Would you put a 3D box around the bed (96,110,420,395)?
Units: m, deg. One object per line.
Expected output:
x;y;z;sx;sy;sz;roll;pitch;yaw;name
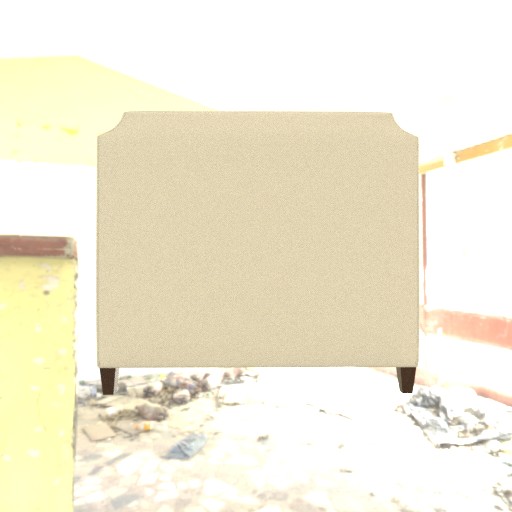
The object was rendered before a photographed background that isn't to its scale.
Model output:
0.000;0.000;3.468;1.712;1.497;2.372;0;-1;-1;bed
